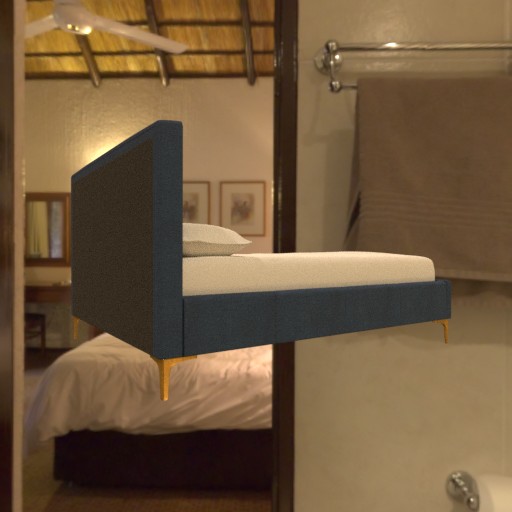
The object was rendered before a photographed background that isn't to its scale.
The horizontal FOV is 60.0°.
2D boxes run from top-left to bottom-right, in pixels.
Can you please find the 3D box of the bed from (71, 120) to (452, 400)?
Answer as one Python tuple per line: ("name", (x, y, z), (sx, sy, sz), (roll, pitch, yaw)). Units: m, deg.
("bed", (0.000, 0.000, 3.204), (2.172, 1.231, 1.723), (0, 0, -35))
